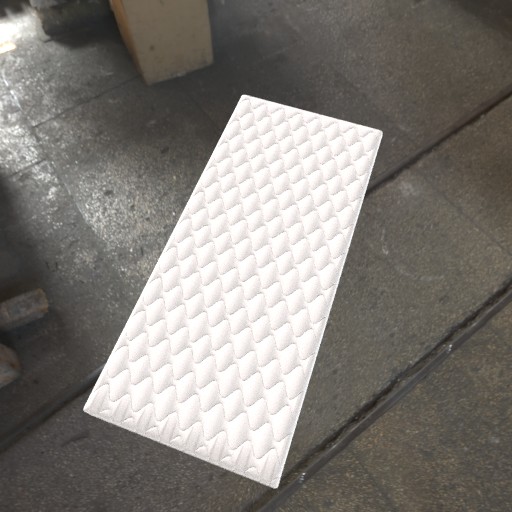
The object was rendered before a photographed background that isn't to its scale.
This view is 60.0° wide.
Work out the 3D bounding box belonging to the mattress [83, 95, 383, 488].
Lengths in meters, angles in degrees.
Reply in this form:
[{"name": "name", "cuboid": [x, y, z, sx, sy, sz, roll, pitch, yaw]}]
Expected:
[{"name": "mattress", "cuboid": [0.000, 0.000, 2.345, 0.900, 0.200, 2.000, 18, 65, 9]}]
